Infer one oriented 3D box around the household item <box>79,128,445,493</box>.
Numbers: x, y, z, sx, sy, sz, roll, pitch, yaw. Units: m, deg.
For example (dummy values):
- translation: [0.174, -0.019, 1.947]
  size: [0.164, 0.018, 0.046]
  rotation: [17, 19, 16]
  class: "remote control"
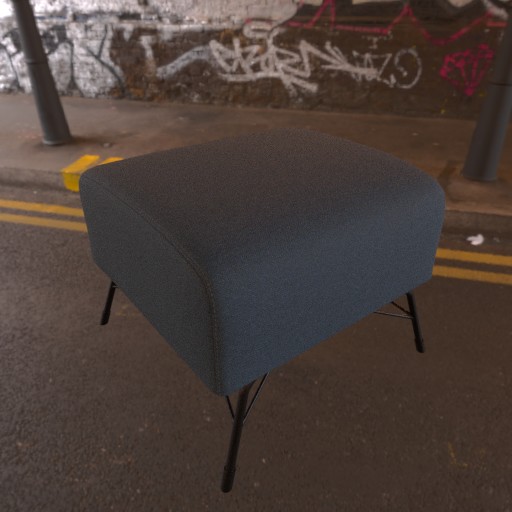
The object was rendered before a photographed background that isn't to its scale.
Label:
- translation: [0.000, 0.000, 0.898]
  size: [0.530, 0.420, 0.530]
  rotation: [-21, 36, -32]
  class: "household item"
